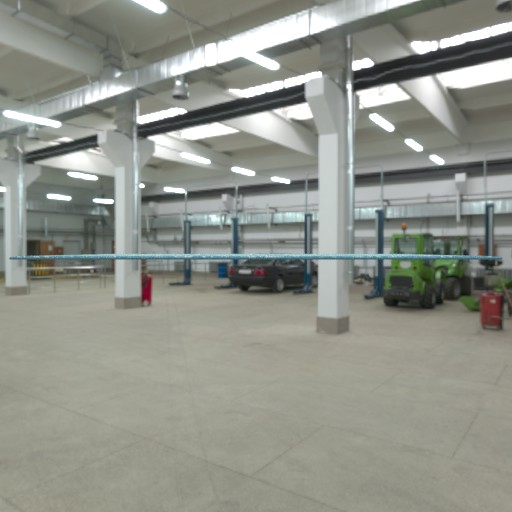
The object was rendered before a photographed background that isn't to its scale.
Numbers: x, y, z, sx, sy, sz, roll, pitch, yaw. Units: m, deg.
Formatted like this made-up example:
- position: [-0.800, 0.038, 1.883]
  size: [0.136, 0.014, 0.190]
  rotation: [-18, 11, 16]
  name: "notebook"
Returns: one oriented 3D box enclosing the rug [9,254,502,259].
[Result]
- position: [0.000, 0.000, 3.370]
  size: [2.746, 0.018, 1.816]
  rotation: [0, 1, 0]
  name: "rug"
